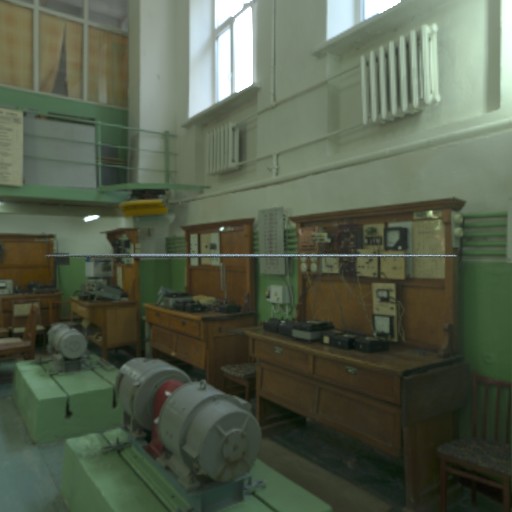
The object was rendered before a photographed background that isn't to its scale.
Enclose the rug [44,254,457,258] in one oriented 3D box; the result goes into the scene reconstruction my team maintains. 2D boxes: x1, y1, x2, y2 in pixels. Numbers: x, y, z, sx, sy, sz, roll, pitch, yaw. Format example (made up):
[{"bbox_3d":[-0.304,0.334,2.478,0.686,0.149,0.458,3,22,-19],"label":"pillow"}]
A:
[{"bbox_3d":[0.000,0.000,3.528,2.746,0.018,1.819,0,0,-37],"label":"rug"}]
